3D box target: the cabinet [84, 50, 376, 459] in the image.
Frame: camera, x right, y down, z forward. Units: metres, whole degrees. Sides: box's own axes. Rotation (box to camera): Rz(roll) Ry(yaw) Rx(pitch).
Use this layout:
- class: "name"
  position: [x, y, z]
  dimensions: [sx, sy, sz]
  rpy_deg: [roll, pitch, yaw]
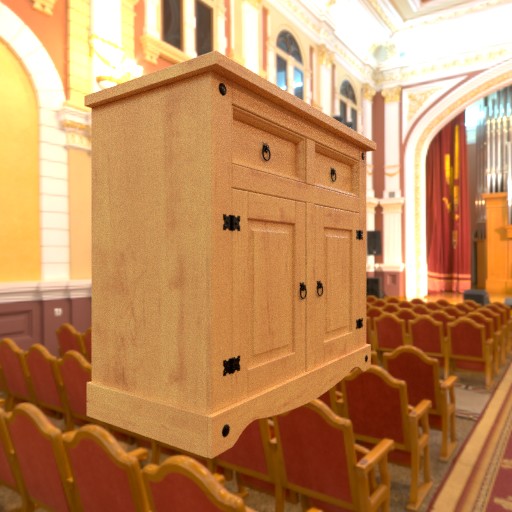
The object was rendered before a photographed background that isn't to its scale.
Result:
- class: "cabinet"
  position: [0.000, 0.000, 1.407]
  dimensions: [0.450, 0.840, 0.920]
  rpy_deg: [0, 0, 35]
